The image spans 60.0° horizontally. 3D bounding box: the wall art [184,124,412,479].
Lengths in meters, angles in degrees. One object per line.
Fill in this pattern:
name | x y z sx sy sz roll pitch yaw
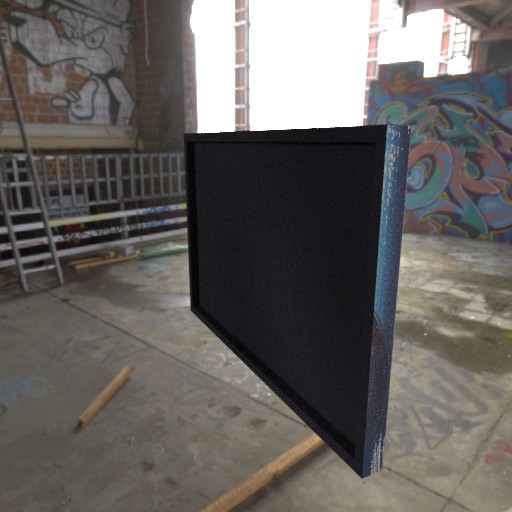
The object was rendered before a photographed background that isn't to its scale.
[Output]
wall art | 0.000 0.000 0.746 0.033 0.406 0.609 -7 16 -27
